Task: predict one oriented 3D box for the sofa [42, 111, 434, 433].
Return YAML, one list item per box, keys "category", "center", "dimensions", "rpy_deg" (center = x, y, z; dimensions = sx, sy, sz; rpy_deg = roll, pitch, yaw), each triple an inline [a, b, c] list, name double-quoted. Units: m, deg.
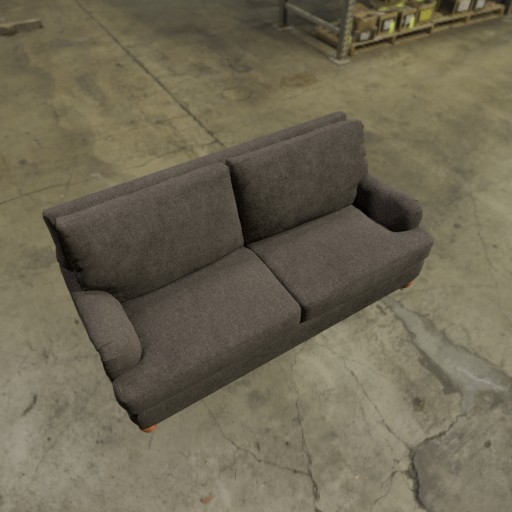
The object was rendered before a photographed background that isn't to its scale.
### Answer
- category: "sofa"
  center: [0.000, 0.000, 2.792]
  dimensions: [2.160, 1.054, 1.087]
  rpy_deg: [-24, 51, -22]
